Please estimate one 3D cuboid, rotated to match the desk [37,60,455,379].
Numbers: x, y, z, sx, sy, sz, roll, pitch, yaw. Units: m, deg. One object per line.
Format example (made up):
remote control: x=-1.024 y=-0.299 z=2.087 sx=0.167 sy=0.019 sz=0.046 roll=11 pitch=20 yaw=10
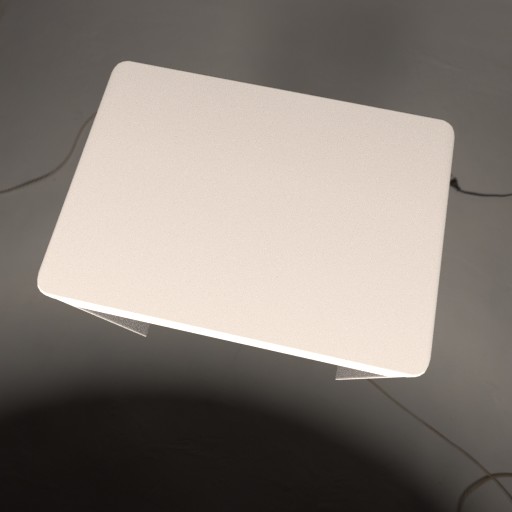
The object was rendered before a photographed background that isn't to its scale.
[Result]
desk: x=0.000 y=0.000 z=1.285 sx=0.762 sy=0.800 sz=0.549 roll=12 pitch=74 yaw=3
